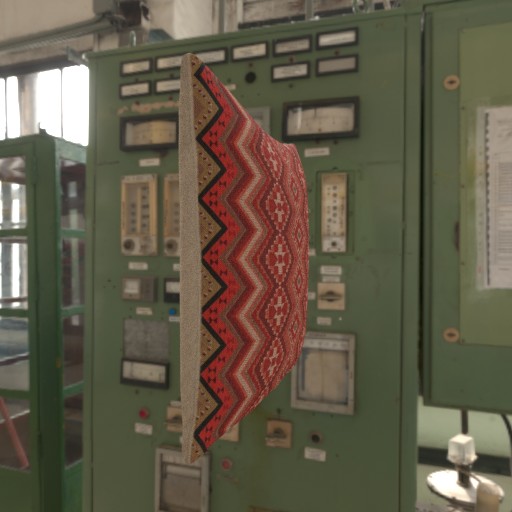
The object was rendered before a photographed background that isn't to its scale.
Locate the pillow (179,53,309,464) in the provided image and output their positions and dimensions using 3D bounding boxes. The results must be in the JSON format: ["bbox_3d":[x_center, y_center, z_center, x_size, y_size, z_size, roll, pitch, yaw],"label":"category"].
[{"bbox_3d":[0.000,0.000,0.786,0.158,0.511,0.513,0,0,19],"label":"pillow"}]
